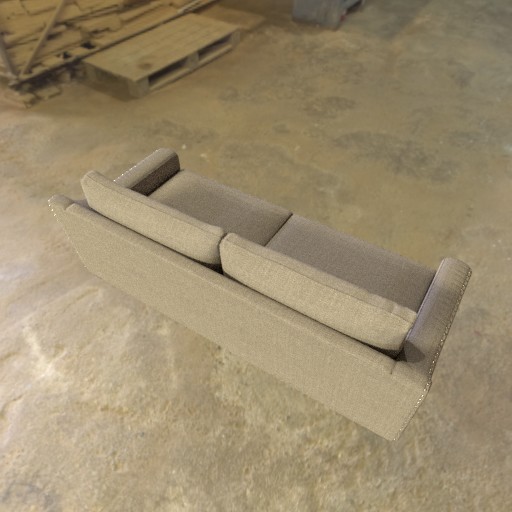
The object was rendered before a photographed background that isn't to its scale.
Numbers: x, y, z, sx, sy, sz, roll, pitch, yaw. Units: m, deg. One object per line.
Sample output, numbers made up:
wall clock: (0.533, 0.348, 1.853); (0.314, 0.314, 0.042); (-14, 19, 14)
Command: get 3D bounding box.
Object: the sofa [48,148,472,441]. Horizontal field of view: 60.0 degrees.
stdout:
sofa: (0.000, 0.000, 2.615); (2.208, 0.857, 1.000); (25, 51, 22)
